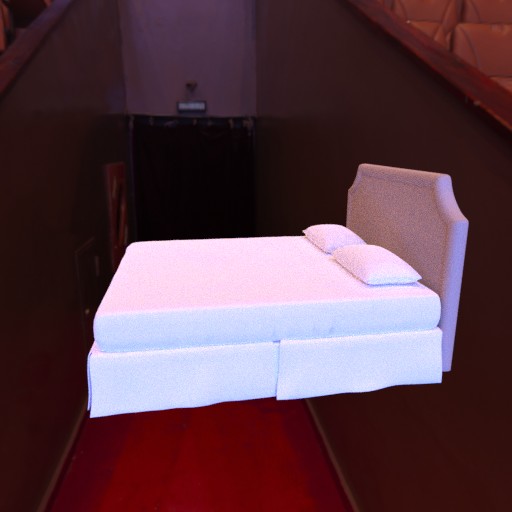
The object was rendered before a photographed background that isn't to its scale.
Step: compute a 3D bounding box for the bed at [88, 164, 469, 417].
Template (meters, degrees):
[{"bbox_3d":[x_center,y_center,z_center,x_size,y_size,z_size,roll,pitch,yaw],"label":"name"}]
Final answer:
[{"bbox_3d":[0.000,0.000,4.146,2.773,1.590,2.350,-2,15,-9],"label":"bed"}]
